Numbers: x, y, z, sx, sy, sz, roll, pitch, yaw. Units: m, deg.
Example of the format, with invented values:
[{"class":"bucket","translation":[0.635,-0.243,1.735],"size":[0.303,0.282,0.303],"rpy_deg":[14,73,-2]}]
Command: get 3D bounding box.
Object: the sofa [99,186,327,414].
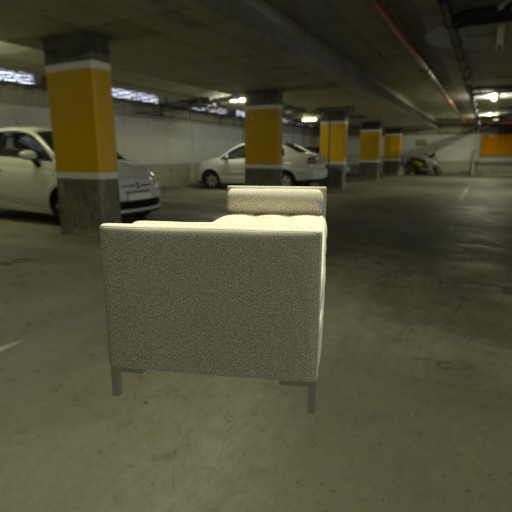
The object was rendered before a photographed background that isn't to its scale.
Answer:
[{"class":"sofa","translation":[0.000,0.000,2.537],"size":[0.797,0.655,2.102],"rpy_deg":[2,13,9]}]
